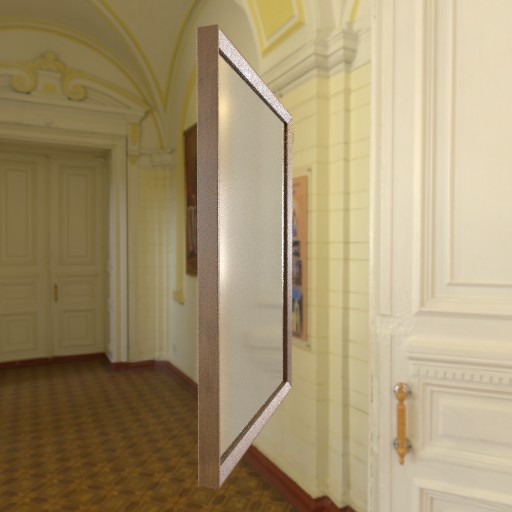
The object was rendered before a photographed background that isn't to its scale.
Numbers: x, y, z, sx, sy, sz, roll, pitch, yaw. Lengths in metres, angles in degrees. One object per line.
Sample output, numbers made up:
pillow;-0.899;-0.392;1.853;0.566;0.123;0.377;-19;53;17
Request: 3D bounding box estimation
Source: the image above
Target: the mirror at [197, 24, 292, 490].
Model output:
mirror;0.000;0.000;0.923;0.039;0.711;0.508;1;2;17
